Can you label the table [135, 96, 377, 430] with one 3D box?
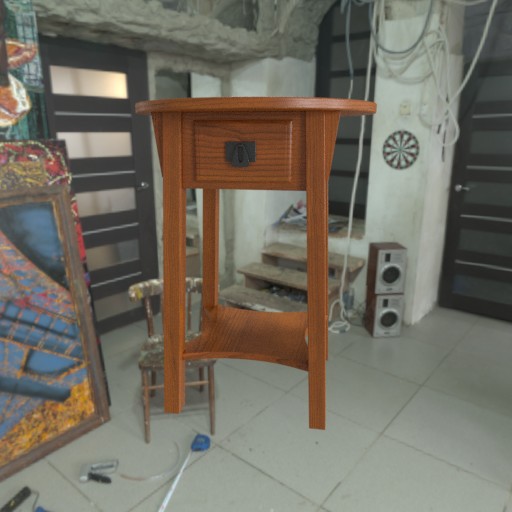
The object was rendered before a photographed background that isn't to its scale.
[{"bbox_3d":[0.000,0.000,0.947,0.457,0.610,0.457,0,16,0],"label":"table"}]
